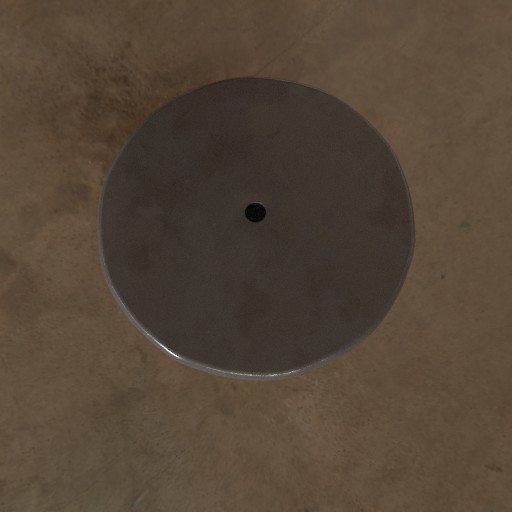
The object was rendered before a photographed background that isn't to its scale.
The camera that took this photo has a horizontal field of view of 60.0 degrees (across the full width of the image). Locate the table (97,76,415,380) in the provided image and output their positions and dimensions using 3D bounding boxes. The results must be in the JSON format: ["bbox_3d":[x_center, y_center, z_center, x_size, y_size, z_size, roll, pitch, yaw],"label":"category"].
[{"bbox_3d":[0.000,0.000,0.665,0.352,0.387,0.352,0,76,0],"label":"table"}]
